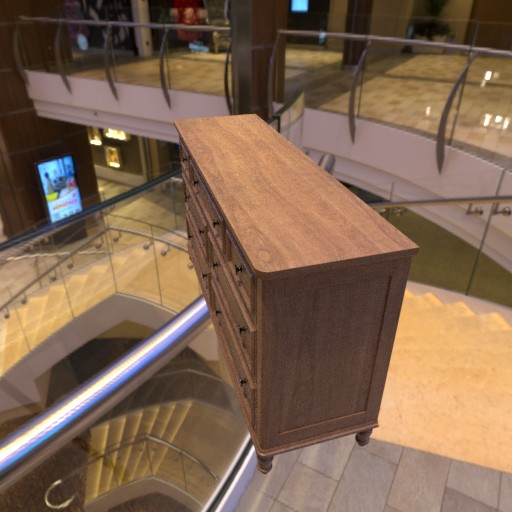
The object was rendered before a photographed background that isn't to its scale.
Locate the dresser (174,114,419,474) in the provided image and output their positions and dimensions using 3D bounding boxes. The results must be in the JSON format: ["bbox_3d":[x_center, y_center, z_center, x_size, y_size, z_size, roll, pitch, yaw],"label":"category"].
[{"bbox_3d":[0.000,0.000,2.047,0.468,0.892,1.583,-9,32,-14],"label":"dresser"}]
